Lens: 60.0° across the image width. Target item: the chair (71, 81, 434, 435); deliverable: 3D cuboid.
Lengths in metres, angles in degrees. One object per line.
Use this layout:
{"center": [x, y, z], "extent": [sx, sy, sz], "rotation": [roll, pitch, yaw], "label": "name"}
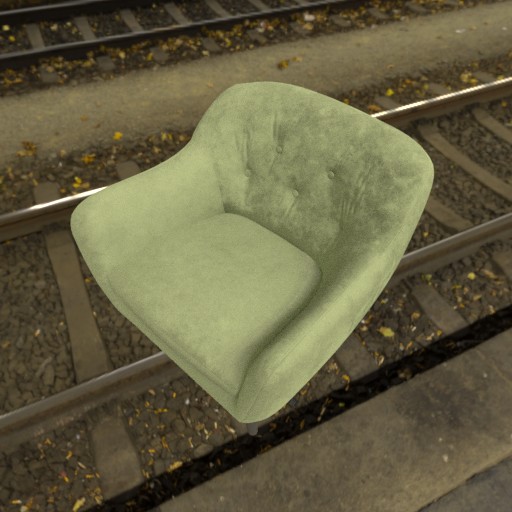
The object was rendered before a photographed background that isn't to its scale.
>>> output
{"center": [0.000, 0.000, 1.459], "extent": [0.840, 0.804, 0.819], "rotation": [34, 55, 28], "label": "chair"}
